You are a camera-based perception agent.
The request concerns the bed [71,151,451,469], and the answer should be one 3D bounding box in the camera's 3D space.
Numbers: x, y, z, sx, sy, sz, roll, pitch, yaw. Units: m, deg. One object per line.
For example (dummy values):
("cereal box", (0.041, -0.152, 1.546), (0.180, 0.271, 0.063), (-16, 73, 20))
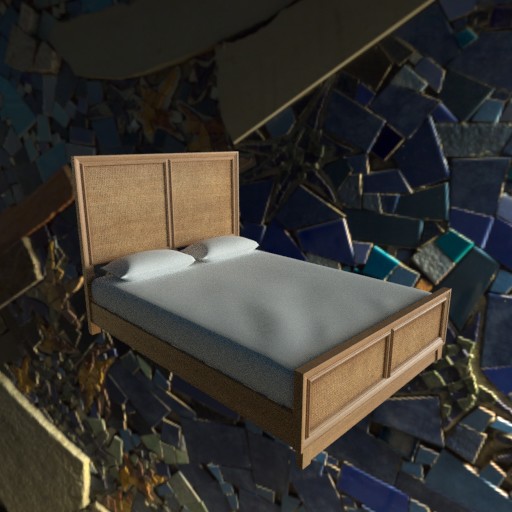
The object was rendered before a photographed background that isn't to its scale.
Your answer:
("bed", (0.000, 0.000, 3.189), (2.184, 1.387, 1.606), (14, 21, 43))
